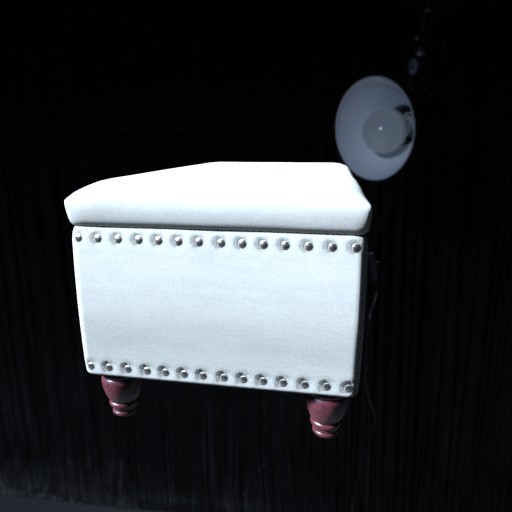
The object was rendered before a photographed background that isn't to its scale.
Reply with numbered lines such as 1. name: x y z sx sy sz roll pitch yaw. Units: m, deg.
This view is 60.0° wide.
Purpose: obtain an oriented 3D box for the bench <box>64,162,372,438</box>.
1. bench: 0.000 0.000 1.160 0.500 0.449 0.887 2 14 9
